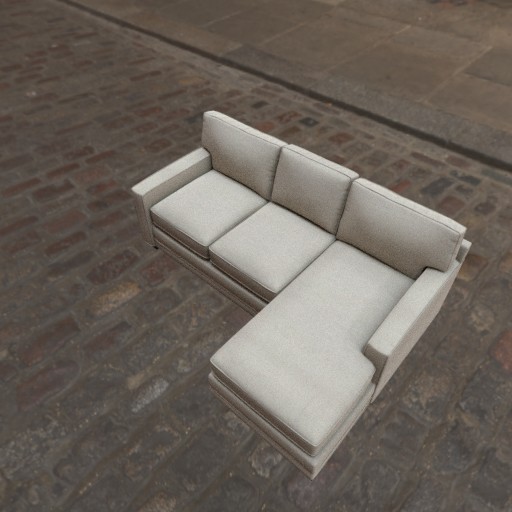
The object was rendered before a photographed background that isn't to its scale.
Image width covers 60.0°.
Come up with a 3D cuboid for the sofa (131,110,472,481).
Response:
[{"bbox_3d":[0.000,0.000,2.862,2.087,0.861,1.496,32,54,27],"label":"sofa"}]
